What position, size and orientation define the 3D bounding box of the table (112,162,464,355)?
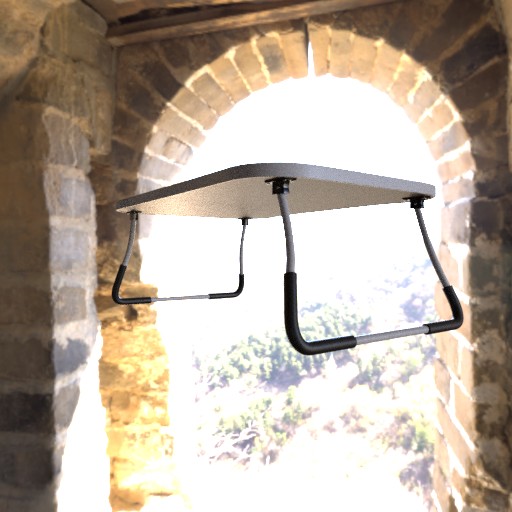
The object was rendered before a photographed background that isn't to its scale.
[{"bbox_3d":[0.000,0.000,0.870,0.400,0.232,0.660,0,0,-36],"label":"table"}]
